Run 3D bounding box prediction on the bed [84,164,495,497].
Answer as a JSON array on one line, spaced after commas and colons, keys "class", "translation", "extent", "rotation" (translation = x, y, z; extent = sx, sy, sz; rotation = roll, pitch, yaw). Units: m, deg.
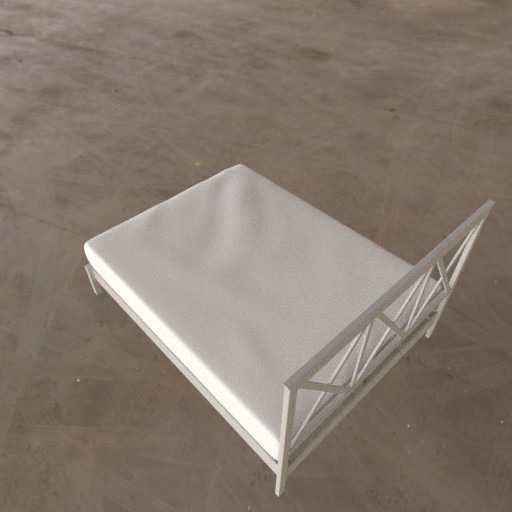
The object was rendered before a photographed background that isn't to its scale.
[{"class": "bed", "translation": [0.000, 0.000, 3.067], "extent": [1.673, 1.253, 2.135], "rotation": [-33, 53, -29]}]
